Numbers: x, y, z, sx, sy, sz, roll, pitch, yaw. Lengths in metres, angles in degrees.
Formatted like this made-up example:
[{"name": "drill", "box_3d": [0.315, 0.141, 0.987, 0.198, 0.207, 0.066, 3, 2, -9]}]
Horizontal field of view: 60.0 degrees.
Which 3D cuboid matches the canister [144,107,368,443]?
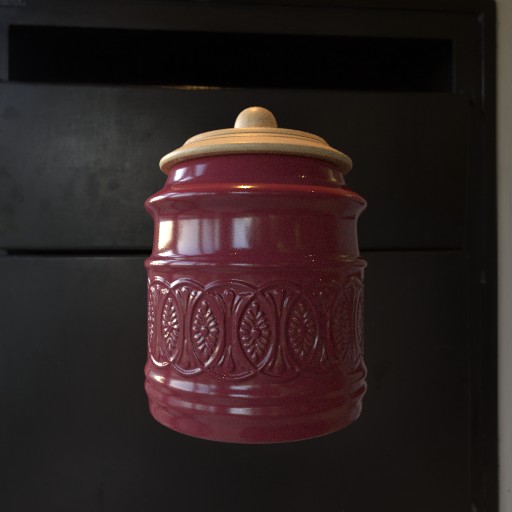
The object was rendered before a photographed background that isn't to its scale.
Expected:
[{"name": "canister", "box_3d": [0.000, 0.000, 0.265, 0.130, 0.176, 0.130, 0, 0, 0]}]
